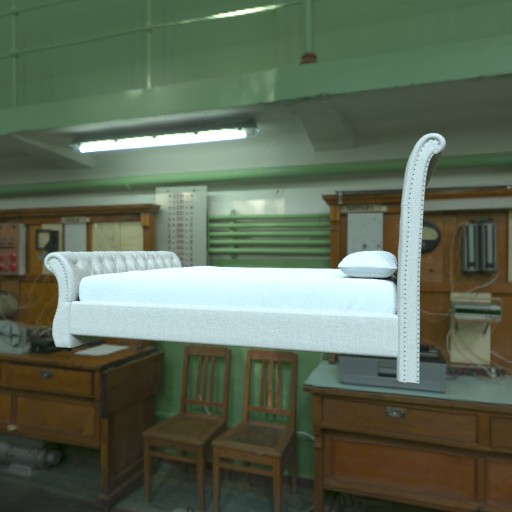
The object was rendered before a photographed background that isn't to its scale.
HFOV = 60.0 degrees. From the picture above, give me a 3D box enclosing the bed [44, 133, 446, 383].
[{"bbox_3d":[0.000,0.000,3.346,2.493,1.268,1.606,0,1,18],"label":"bed"}]
